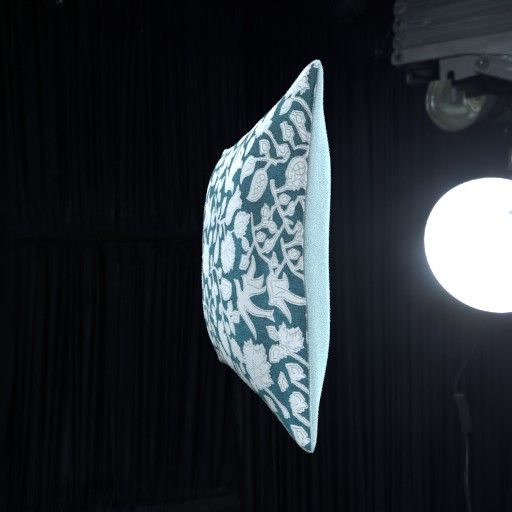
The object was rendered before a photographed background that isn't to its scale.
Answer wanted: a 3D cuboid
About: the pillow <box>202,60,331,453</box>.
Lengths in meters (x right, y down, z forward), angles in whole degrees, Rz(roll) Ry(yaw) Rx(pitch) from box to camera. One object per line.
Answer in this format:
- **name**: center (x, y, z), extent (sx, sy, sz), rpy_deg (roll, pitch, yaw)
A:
- **pillow**: center (0.000, 0.000, 0.818), extent (0.166, 0.508, 0.525), rpy_deg (0, 0, -17)
